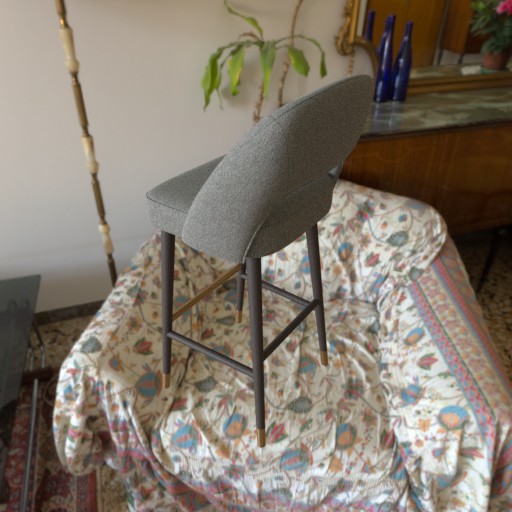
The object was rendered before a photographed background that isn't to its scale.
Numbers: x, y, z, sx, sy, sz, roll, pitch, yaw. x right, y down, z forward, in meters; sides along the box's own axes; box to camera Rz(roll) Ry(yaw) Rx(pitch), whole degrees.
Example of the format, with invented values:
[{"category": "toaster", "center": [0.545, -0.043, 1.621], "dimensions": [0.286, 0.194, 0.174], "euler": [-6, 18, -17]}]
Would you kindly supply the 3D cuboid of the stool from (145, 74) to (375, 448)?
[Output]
[{"category": "stool", "center": [0.000, 0.000, 1.374], "dimensions": [0.524, 1.089, 0.536], "euler": [21, 38, 29]}]
